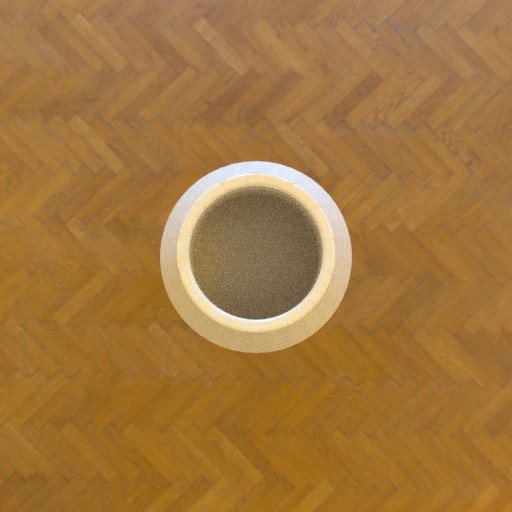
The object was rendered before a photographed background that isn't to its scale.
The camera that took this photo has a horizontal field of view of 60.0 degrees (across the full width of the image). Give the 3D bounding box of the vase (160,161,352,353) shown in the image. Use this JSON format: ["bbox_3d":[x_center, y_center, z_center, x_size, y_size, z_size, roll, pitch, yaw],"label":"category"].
[{"bbox_3d":[0.000,0.000,0.357,0.175,0.230,0.175,0,89,0],"label":"vase"}]
